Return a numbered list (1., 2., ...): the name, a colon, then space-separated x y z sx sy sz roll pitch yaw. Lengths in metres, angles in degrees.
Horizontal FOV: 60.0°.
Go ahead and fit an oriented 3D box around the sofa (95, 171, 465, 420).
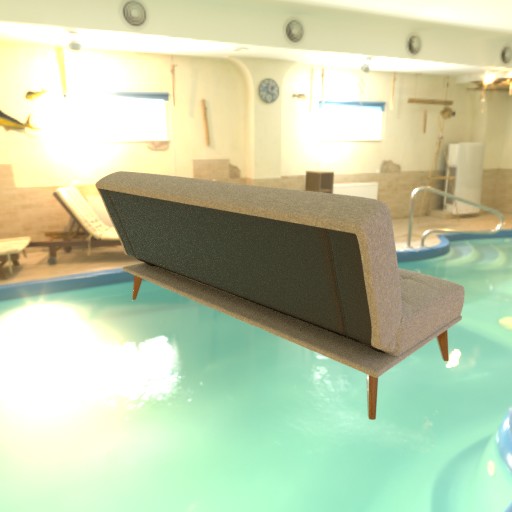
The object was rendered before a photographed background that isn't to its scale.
1. sofa: 0.000 0.000 2.285 0.860 0.810 1.800 -14 20 -42
